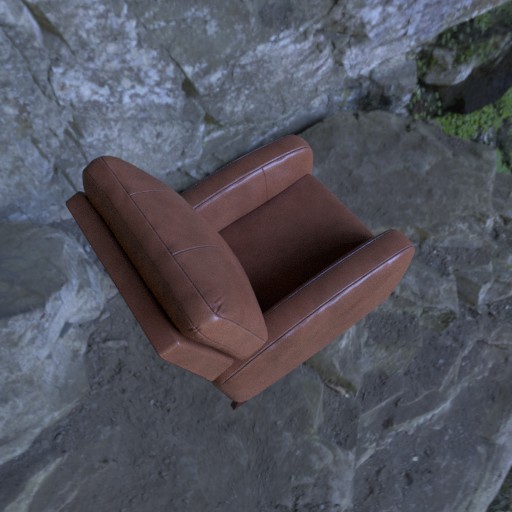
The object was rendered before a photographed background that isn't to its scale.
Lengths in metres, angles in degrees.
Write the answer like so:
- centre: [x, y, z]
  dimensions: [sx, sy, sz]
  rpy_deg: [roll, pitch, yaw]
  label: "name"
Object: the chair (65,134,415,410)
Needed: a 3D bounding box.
- centre: [0.000, 0.000, 1.689]
  dimensions: [0.990, 0.990, 0.762]
  rpy_deg: [-31, 64, -17]
  label: "chair"
